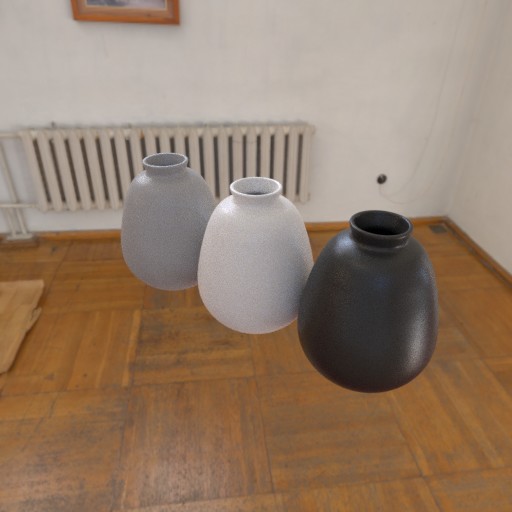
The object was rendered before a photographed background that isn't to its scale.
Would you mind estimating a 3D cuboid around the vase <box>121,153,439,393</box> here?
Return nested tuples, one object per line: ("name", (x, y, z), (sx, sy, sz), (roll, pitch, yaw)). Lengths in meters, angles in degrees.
("vase", (0.000, 0.000, 0.363), (0.297, 0.122, 0.097), (22, 37, 32))
